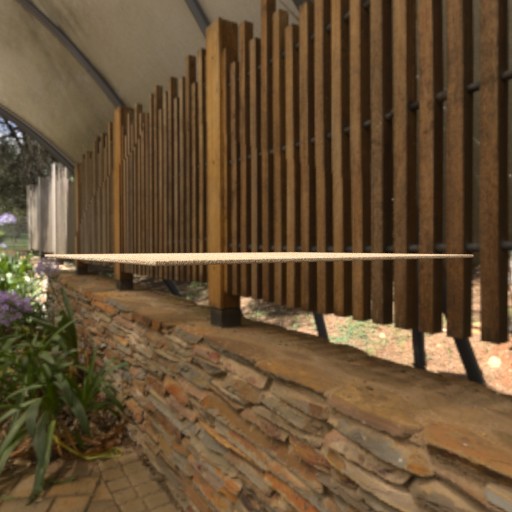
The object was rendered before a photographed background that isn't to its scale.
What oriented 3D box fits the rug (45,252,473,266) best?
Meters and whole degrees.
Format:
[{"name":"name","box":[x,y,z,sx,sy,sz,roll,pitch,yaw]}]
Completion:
[{"name":"rug","box":[0.000,0.000,3.968,3.000,0.025,2.400,-1,1,-37]}]
